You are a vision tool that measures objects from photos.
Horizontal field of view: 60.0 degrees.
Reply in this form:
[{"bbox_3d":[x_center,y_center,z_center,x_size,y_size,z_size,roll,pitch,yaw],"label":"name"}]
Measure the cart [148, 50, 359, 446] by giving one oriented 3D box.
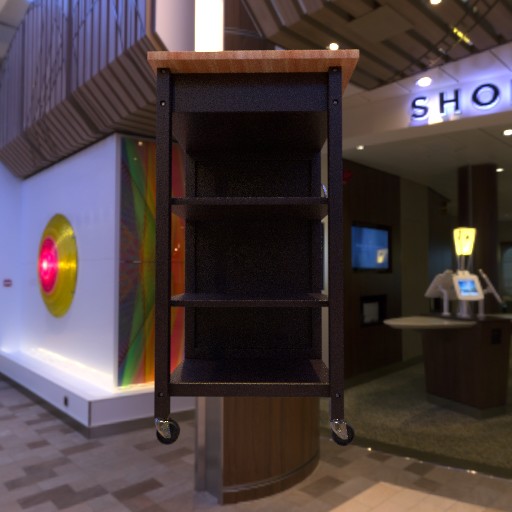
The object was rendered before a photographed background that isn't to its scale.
[{"bbox_3d":[0.000,0.000,1.422,0.472,0.878,0.914,0,-2,1],"label":"cart"}]
